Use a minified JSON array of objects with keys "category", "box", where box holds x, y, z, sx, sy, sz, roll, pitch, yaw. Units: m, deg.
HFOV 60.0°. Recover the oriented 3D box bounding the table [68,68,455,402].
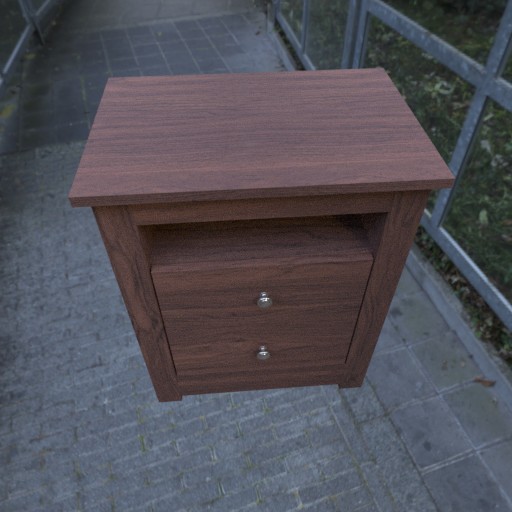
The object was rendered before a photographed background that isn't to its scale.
[{"category":"table","box":[0.000,0.000,1.065,0.589,0.711,0.406,-3,46,-3]}]
